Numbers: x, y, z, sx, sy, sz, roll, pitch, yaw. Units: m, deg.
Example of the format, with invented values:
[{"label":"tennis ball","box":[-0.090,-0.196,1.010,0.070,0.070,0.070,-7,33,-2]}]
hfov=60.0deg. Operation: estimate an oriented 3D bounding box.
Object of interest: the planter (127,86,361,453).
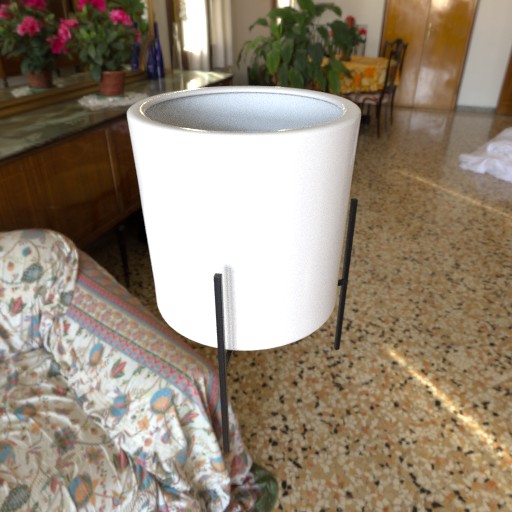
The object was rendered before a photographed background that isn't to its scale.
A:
[{"label":"planter","box":[0.000,0.000,0.651,0.308,0.431,0.307,-8,31,-14]}]
